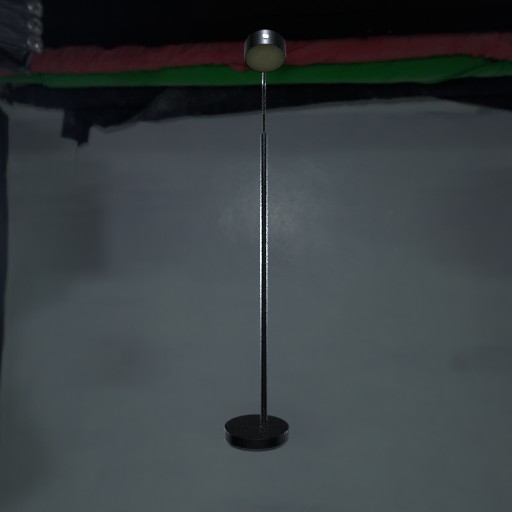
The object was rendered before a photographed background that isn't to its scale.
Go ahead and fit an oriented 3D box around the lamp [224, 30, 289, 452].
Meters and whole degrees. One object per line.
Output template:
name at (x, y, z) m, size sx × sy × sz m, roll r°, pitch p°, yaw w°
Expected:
lamp at (0.000, 0.000, 1.399) m, size 0.219 × 1.230 × 0.418 m, roll 0°, pitch 0°, yaw 1°
